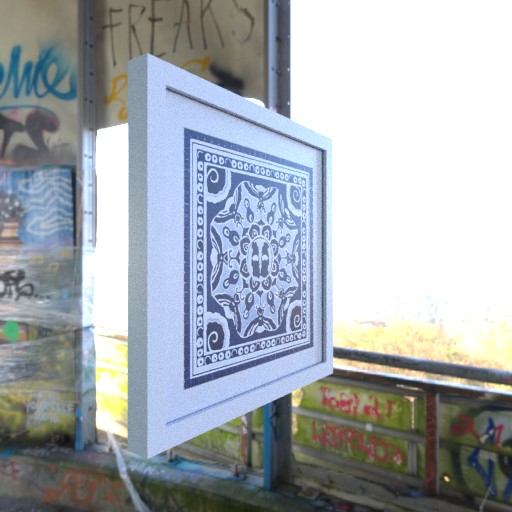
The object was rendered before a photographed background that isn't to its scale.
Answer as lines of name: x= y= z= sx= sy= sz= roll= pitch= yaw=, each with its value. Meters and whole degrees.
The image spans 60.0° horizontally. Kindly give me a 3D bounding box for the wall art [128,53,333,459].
wall art: x=0.000 y=0.000 z=0.538 sx=0.027 sy=0.355 sz=0.355 roll=0 pitch=0 yaw=37
